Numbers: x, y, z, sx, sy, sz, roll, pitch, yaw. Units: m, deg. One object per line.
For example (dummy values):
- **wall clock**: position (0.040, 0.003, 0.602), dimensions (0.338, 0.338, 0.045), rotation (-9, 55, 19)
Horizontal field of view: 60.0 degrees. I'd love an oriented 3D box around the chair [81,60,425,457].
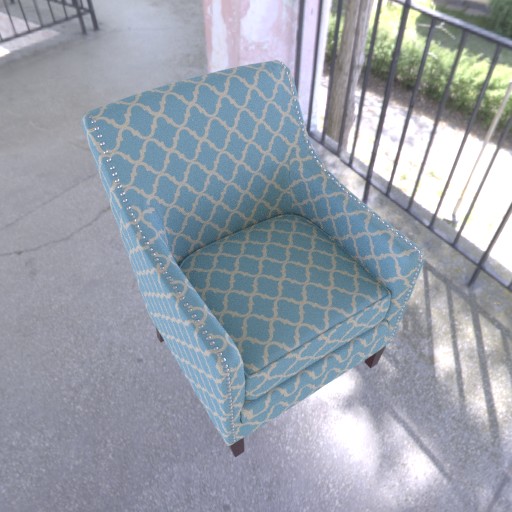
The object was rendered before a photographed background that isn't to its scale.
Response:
- **chair**: position (0.000, 0.000, 1.299), dimensions (0.617, 0.817, 0.686), rotation (-25, 51, -22)
